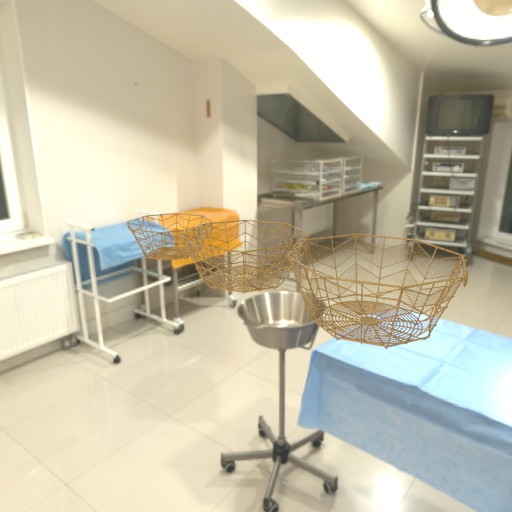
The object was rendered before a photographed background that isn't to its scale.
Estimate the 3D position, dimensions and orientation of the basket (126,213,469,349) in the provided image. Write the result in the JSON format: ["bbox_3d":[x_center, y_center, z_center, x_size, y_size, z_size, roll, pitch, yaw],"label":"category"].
[{"bbox_3d":[0.000,0.000,1.377,1.245,0.178,0.432,16,23,42],"label":"basket"}]
